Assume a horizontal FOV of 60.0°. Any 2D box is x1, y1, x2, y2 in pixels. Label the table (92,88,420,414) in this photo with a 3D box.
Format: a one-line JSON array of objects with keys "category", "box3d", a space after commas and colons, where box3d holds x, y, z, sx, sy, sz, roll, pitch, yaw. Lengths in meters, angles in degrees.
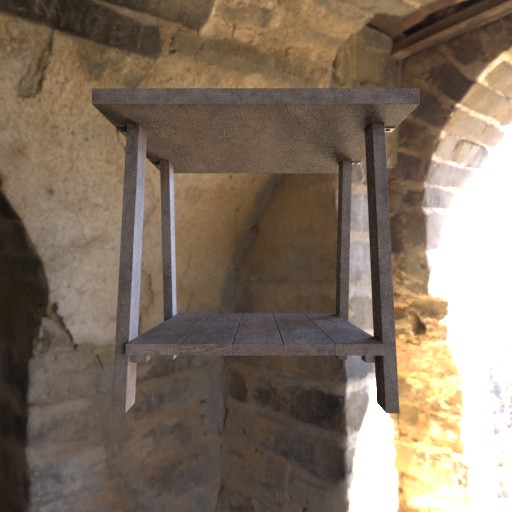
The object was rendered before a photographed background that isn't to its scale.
[{"category": "table", "box3d": [0.000, 0.000, 1.121, 0.610, 0.610, 0.610, 0, -1, 0]}]
